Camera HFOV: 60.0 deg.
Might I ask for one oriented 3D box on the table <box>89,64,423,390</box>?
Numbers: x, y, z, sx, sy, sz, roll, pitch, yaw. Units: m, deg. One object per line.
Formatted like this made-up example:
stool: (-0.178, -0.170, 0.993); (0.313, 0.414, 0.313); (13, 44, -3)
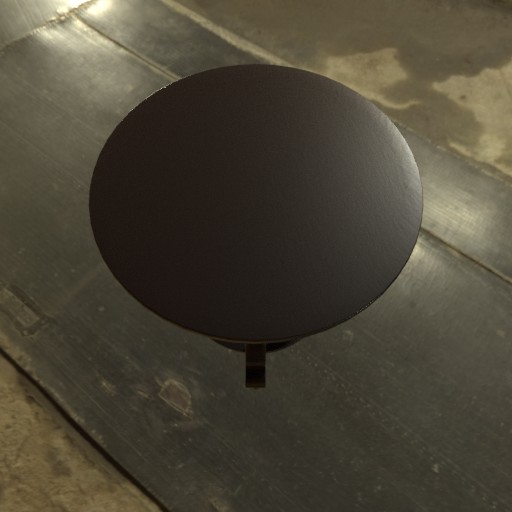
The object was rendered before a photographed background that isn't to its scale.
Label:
table: (0.000, 0.000, 1.075); (0.597, 0.618, 0.597); (0, 63, 0)
